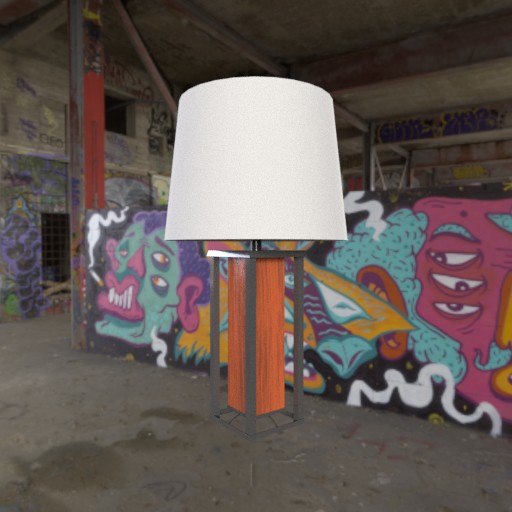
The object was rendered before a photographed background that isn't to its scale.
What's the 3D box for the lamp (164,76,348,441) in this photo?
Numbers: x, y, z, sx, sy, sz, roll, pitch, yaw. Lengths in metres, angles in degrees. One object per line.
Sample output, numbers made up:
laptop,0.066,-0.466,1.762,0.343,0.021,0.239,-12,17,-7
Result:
lamp,0.000,0.000,0.789,0.320,0.591,0.320,0,1,0
